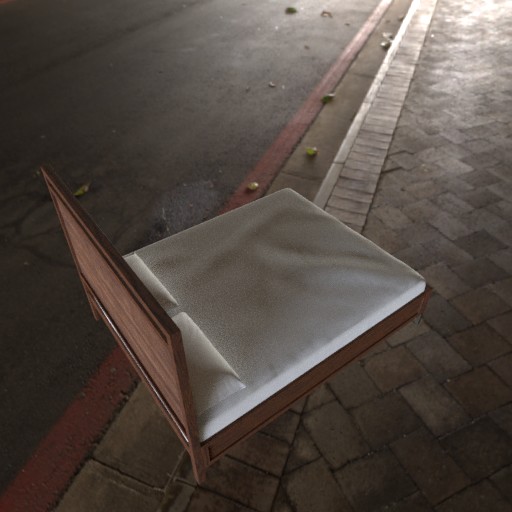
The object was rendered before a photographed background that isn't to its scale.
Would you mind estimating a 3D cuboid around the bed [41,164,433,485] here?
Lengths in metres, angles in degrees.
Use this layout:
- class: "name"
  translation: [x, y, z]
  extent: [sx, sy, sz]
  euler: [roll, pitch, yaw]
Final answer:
- class: "bed"
  translation: [0.000, 0.000, 3.370]
  extent: [2.218, 1.487, 1.765]
  euler: [-26, 47, -27]
